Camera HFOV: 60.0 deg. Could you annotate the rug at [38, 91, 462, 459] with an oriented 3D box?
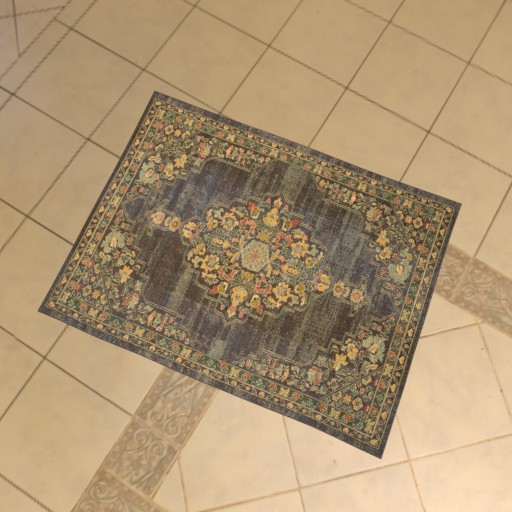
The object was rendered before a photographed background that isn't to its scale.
[{"bbox_3d":[0.000,0.000,4.554,3.612,0.035,2.716,22,77,5],"label":"rug"}]
